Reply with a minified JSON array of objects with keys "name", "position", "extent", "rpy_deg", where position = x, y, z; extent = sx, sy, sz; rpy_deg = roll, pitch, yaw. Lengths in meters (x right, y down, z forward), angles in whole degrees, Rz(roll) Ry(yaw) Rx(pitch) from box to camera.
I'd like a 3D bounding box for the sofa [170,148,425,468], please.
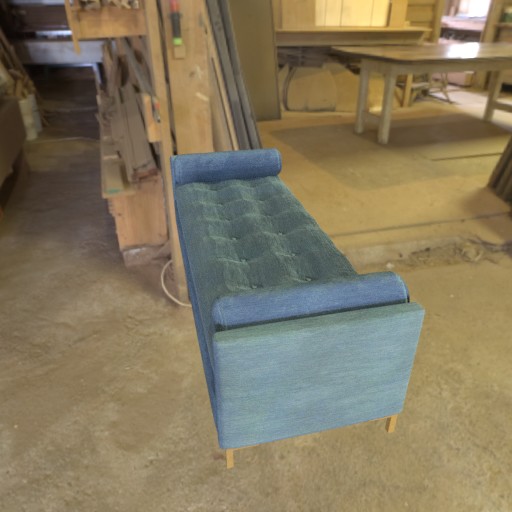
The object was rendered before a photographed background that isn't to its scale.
[{"name":"sofa","position":[0.000,0.000,2.529],"extent":[0.796,0.705,2.102],"rpy_deg":[-7,31,-12]}]
